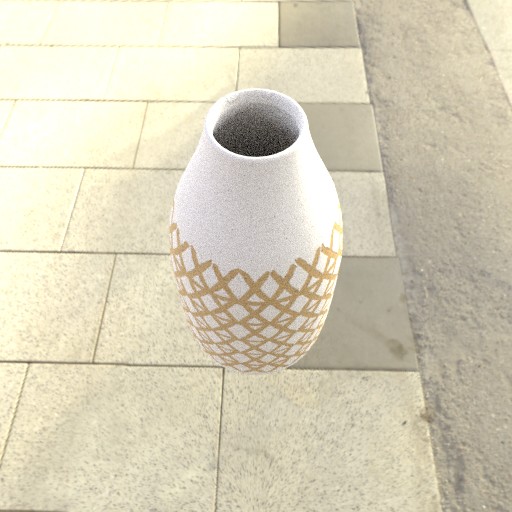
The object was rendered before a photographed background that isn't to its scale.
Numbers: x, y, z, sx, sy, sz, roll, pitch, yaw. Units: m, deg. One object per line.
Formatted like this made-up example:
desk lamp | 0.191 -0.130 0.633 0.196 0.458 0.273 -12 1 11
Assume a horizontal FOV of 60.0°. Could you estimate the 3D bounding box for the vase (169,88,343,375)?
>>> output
vase | 0.000 0.000 0.485 0.186 0.380 0.186 0 59 0
